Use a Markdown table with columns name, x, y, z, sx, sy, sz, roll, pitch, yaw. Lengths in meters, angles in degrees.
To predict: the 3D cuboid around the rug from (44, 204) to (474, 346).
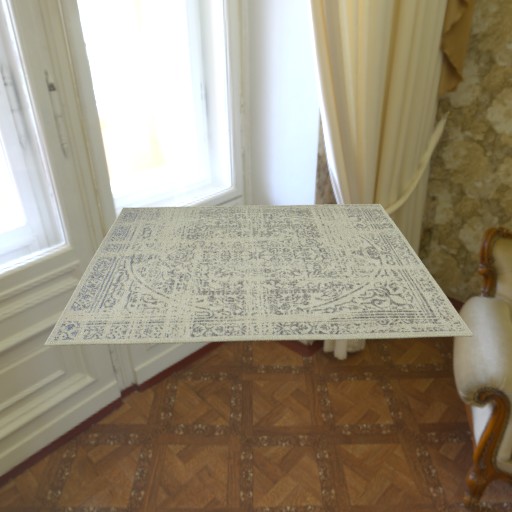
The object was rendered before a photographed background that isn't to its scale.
| name | x | y | z | sx | sy | sz | roll | pitch | yaw |
| --- | --- | --- | --- | --- | --- | --- | --- | --- | --- |
| rug | 0.000 | 0.000 | 3.990 | 2.921 | 0.032 | 2.311 | -1 | 30 | -2 |
